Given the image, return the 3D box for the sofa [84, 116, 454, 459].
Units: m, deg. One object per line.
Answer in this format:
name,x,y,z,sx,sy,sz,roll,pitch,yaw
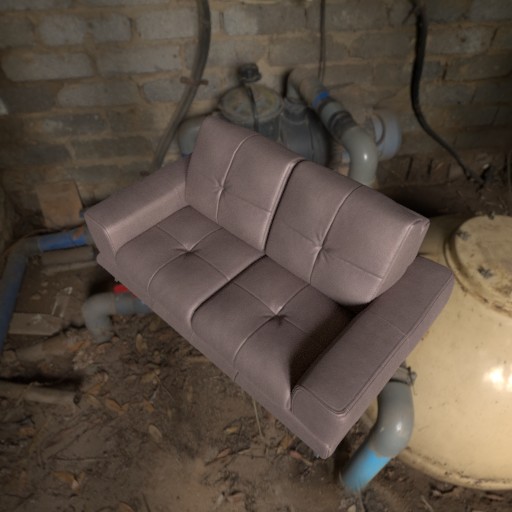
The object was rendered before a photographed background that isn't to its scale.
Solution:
sofa,0.000,0.000,2.384,1.806,0.907,1.018,34,55,28
